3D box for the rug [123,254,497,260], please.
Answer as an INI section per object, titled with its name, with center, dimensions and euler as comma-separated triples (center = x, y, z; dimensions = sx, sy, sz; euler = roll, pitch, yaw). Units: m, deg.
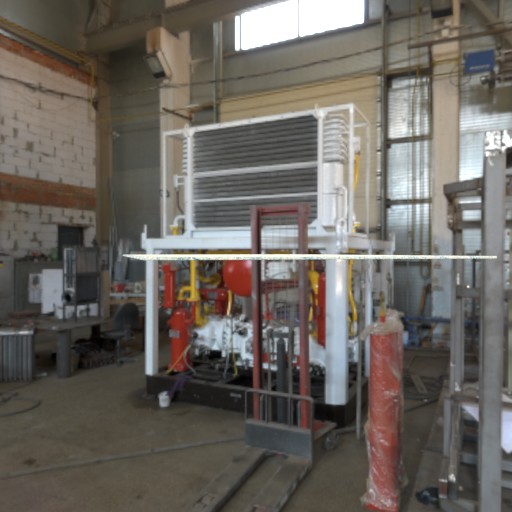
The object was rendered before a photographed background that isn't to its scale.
[rug]
center = 0.000, 0.000, 2.280
dimensions = 1.260, 0.009, 1.820
euler = 0, 0, -18
